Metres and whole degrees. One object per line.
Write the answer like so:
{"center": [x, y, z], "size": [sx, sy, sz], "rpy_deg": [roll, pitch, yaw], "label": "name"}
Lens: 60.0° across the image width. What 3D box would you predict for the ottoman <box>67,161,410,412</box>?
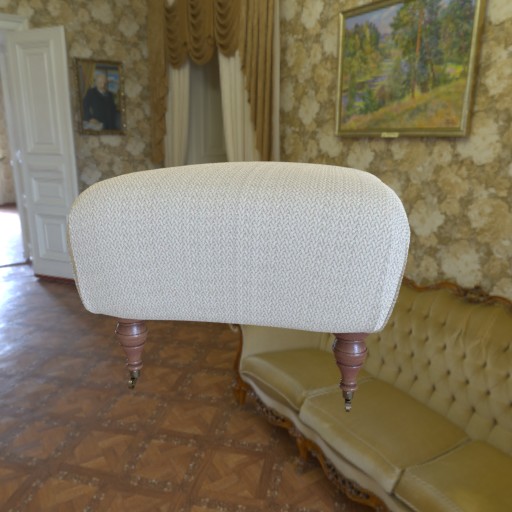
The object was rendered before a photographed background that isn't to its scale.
{"center": [0.000, 0.000, 1.077], "size": [0.622, 0.447, 0.684], "rpy_deg": [3, 14, 10], "label": "ottoman"}
